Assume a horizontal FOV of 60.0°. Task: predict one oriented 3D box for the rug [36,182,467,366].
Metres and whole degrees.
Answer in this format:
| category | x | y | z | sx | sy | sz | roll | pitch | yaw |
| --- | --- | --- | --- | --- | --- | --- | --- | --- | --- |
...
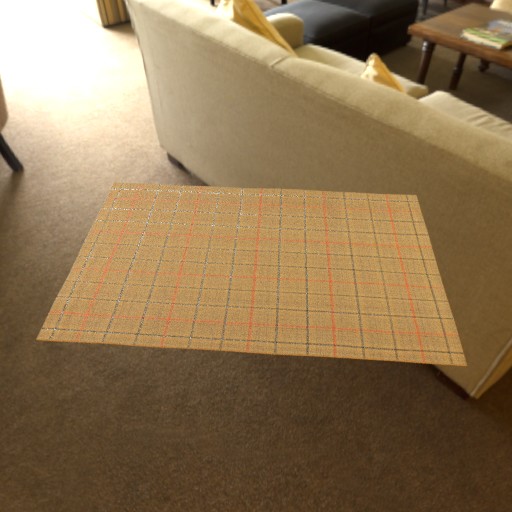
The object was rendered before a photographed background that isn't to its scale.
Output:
| category | x | y | z | sx | sy | sz | roll | pitch | yaw |
| --- | --- | --- | --- | --- | --- | --- | --- | --- | --- |
| rug | 0.000 | 0.000 | 3.032 | 2.439 | 0.015 | 1.524 | 3 | 46 | 3 |
